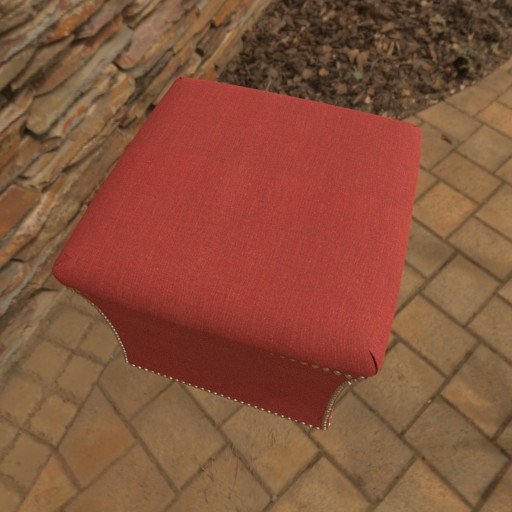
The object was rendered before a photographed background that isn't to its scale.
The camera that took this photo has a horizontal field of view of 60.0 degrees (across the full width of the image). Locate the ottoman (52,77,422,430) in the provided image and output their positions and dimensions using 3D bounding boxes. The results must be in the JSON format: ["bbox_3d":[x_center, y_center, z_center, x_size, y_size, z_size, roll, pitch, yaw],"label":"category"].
[{"bbox_3d":[0.000,0.000,0.895,0.507,0.475,0.497,16,59,10],"label":"ottoman"}]
